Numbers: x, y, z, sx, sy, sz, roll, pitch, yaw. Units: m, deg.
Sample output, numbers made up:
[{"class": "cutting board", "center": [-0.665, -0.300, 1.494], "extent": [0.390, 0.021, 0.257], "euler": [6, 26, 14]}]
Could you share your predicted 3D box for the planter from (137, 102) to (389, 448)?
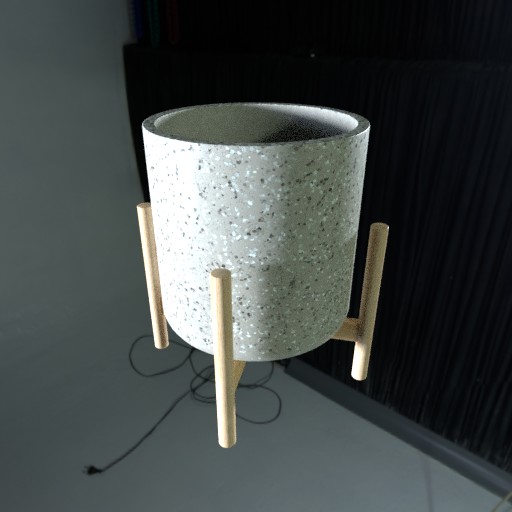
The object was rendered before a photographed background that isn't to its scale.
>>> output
[{"class": "planter", "center": [0.000, 0.000, 0.701], "extent": [0.360, 0.419, 0.360], "euler": [18, 33, 31]}]
